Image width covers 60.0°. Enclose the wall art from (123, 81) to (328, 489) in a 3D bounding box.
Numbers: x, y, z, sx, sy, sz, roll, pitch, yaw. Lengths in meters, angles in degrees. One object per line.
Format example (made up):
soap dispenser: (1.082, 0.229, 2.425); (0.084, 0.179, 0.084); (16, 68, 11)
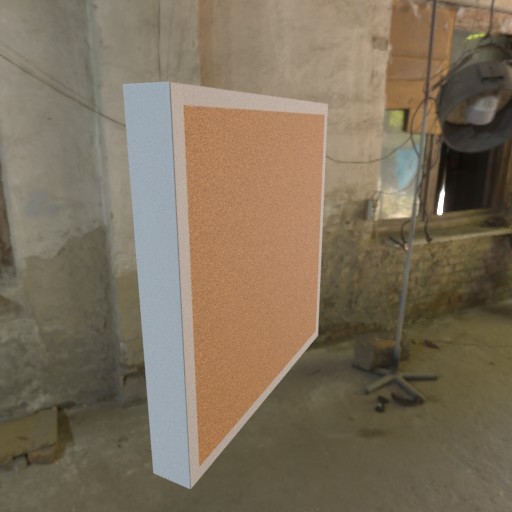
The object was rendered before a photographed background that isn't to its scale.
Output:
wall art: (0.000, 0.000, 0.450); (0.038, 0.305, 0.305); (8, 18, 26)
